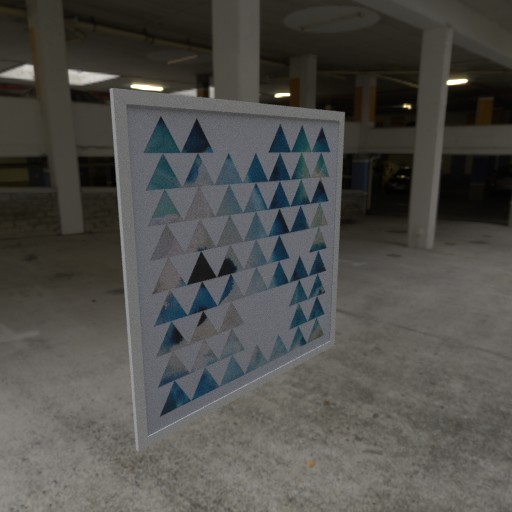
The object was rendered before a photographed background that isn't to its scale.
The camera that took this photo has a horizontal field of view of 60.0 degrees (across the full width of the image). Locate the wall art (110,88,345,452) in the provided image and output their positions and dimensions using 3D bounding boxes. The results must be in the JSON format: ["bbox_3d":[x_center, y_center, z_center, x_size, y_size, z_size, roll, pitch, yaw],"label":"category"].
[{"bbox_3d":[0.000,0.000,0.698,0.007,0.456,0.456,13,19,42],"label":"wall art"}]
